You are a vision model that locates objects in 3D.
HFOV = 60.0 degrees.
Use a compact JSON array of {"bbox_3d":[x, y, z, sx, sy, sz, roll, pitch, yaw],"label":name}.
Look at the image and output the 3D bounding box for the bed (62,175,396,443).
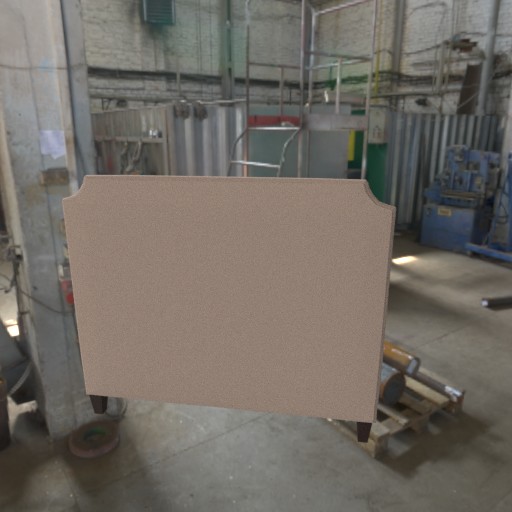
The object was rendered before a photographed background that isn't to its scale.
[{"bbox_3d":[0.000,0.000,3.456,1.713,1.443,2.372,3,16,9],"label":"bed"}]
